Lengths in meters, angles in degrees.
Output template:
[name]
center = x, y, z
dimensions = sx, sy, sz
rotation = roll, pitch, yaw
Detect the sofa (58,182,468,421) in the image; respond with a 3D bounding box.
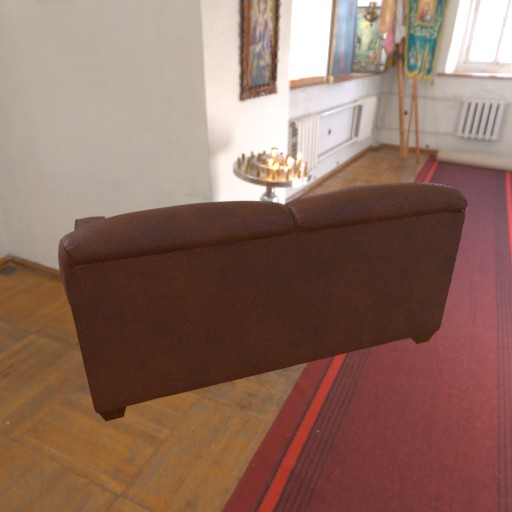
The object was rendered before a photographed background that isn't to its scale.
[sofa]
center = 0.000, 0.000, 2.424
dimensions = 1.856, 0.966, 1.000
rotation = -9, 28, -17
